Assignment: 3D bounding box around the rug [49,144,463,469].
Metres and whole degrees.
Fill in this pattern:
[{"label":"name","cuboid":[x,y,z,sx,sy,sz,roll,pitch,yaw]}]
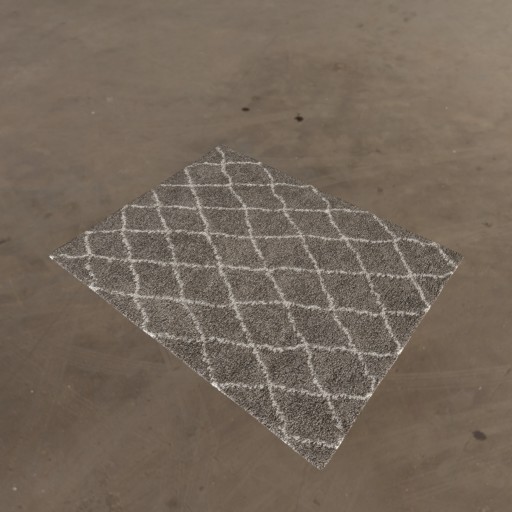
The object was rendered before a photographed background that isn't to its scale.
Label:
[{"label":"rug","cuboid":[0.000,0.000,4.148,3.047,0.029,2.438,30,53,26]}]
